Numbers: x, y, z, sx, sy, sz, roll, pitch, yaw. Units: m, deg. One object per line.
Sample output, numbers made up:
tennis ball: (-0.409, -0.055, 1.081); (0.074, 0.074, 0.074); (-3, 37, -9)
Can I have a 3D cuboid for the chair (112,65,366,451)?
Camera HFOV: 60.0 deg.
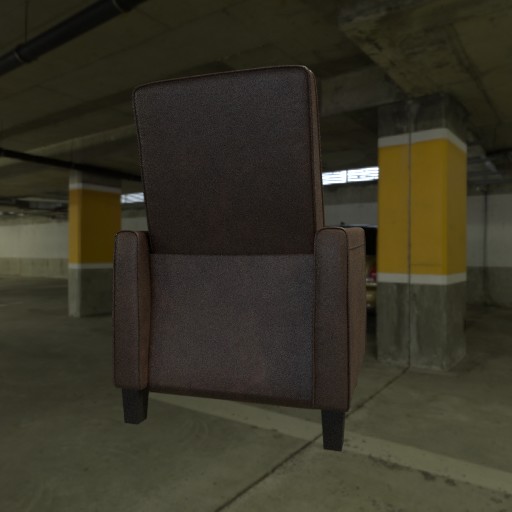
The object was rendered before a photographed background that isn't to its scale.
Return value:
chair: (0.000, 0.000, 1.537); (0.705, 1.013, 0.746); (0, 1, 17)
